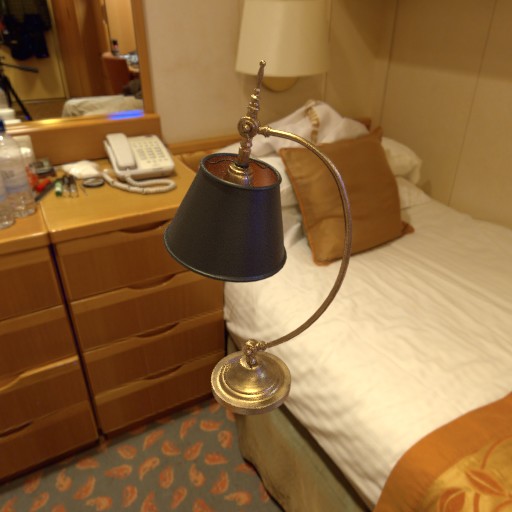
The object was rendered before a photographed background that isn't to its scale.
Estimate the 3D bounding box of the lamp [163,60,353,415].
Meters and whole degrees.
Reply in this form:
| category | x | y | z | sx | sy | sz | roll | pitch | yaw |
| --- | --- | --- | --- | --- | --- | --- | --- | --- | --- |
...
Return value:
| category | x | y | z | sx | sy | sz | roll | pitch | yaw |
| --- | --- | --- | --- | --- | --- | --- | --- | --- | --- |
| lamp | 0.000 | 0.000 | 0.831 | 0.344 | 0.675 | 0.235 | 8 | 31 | 13 |
